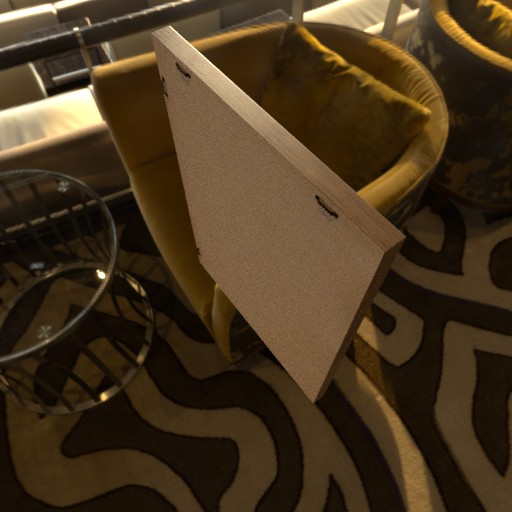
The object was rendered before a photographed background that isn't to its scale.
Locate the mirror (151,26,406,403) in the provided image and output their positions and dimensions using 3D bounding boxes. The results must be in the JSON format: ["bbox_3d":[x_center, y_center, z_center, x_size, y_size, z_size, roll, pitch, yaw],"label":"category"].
[{"bbox_3d":[0.000,0.000,0.898,0.039,0.711,0.508,-33,64,-18],"label":"mirror"}]
